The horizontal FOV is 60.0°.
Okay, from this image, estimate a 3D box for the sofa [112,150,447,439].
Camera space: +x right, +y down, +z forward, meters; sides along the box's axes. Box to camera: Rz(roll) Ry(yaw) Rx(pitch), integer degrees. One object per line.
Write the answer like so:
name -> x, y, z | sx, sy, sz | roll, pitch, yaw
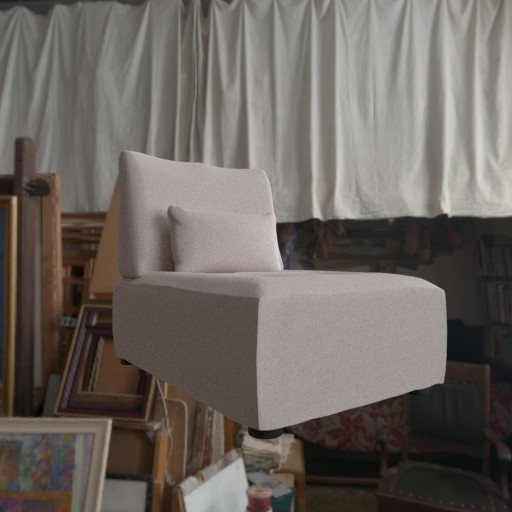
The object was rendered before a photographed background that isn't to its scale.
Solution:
sofa -> 0.000, 0.000, 1.538 | 0.700, 0.820, 1.000 | 0, 0, -35
